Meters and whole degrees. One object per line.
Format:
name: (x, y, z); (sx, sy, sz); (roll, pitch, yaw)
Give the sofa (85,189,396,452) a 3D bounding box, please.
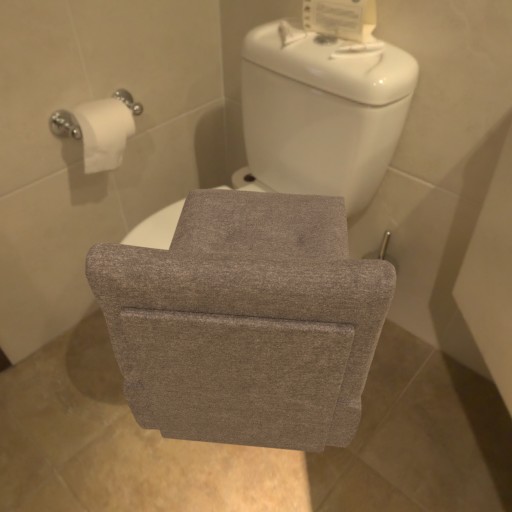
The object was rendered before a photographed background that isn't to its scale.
sofa: (0.000, 0.000, 1.530); (0.700, 0.820, 1.000); (4, 45, 4)
